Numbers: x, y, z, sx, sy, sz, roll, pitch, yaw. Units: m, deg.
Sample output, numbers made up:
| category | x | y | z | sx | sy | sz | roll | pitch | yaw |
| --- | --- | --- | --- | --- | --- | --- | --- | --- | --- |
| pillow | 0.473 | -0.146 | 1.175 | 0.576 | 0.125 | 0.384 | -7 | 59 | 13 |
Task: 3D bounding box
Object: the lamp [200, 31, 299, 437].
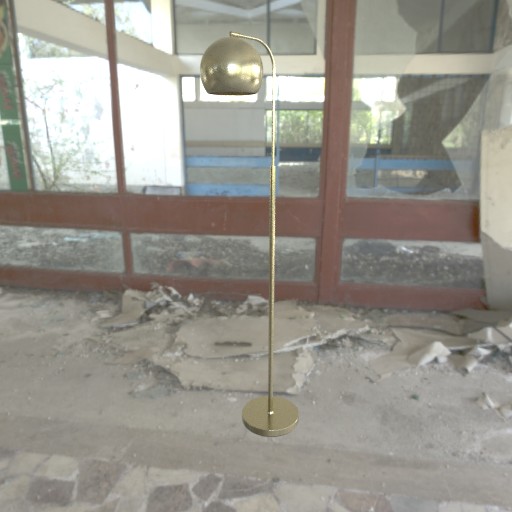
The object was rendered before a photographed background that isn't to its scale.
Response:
| category | x | y | z | sx | sy | sz | roll | pitch | yaw |
| --- | --- | --- | --- | --- | --- | --- | --- | --- | --- |
| lamp | 0.000 | 0.000 | 1.690 | 0.250 | 1.526 | 0.431 | 15 | 21 | 42 |
